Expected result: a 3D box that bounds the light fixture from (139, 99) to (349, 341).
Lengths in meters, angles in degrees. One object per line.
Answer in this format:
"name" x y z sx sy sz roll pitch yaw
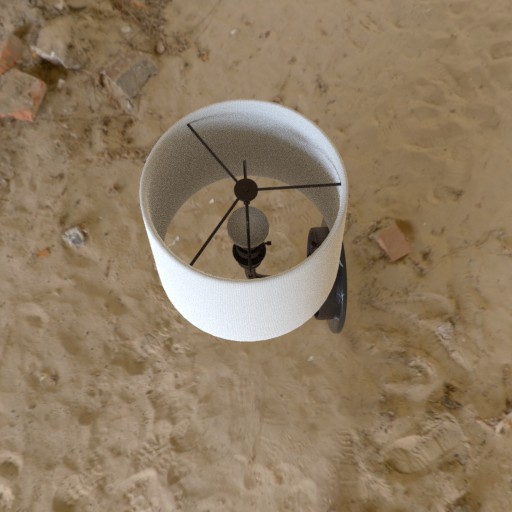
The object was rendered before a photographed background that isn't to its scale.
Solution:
"light fixture" 0.000 0.000 0.438 0.188 0.337 0.168 -3 75 -1
